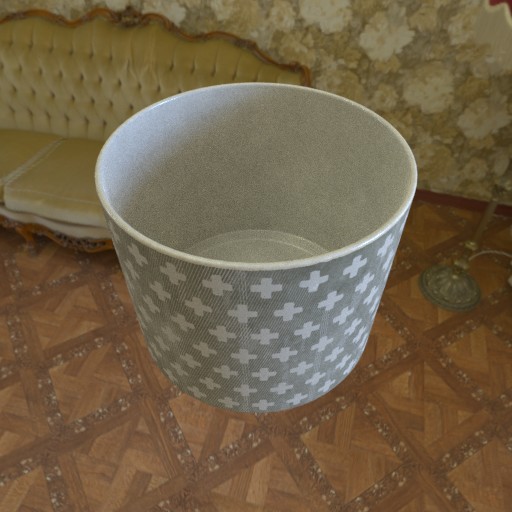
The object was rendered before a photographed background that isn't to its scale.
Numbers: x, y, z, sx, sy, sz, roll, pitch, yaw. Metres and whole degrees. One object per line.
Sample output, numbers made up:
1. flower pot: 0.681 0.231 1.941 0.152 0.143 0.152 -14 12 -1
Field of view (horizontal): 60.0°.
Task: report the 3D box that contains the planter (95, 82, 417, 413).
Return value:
1. planter: 0.000 0.000 0.333 0.190 0.181 0.190 0 46 0
